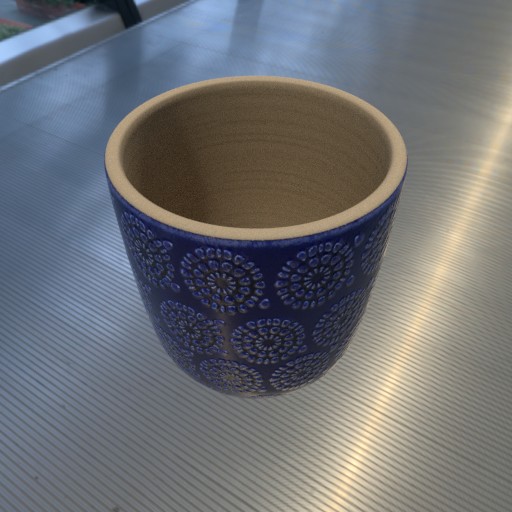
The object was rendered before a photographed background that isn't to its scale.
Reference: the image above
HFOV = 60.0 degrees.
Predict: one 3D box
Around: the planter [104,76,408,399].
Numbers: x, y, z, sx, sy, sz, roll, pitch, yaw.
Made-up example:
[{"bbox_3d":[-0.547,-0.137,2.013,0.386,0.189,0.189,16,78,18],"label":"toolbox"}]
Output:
[{"bbox_3d":[0.000,0.000,0.343,0.184,0.206,0.184,0,45,0],"label":"planter"}]
